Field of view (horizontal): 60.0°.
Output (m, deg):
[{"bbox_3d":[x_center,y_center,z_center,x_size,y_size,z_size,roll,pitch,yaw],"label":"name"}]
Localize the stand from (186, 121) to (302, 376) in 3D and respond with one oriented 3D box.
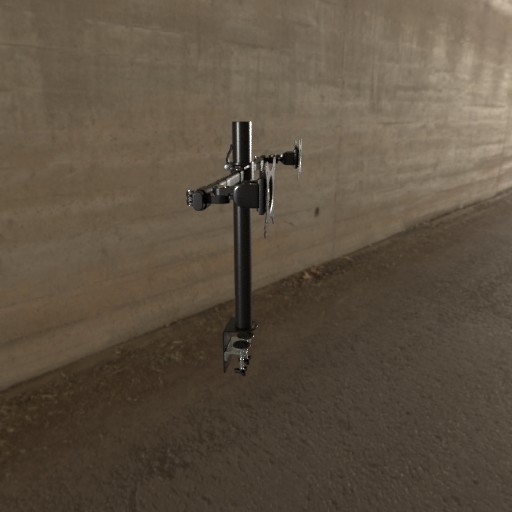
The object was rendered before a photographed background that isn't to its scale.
[{"bbox_3d":[0.000,0.000,1.039,0.150,0.603,0.743,3,18,9],"label":"stand"}]
